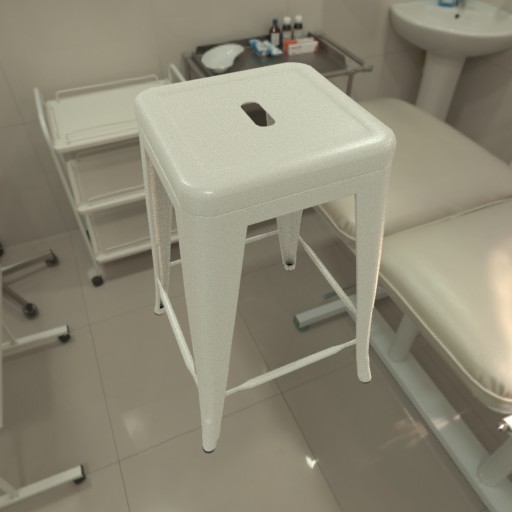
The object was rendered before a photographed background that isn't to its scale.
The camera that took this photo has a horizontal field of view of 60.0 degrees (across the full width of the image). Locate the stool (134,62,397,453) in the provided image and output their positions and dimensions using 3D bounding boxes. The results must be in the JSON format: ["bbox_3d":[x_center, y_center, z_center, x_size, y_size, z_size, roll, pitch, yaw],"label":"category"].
[{"bbox_3d":[0.000,0.000,0.868,0.406,0.610,0.406,-18,48,-16],"label":"stool"}]
